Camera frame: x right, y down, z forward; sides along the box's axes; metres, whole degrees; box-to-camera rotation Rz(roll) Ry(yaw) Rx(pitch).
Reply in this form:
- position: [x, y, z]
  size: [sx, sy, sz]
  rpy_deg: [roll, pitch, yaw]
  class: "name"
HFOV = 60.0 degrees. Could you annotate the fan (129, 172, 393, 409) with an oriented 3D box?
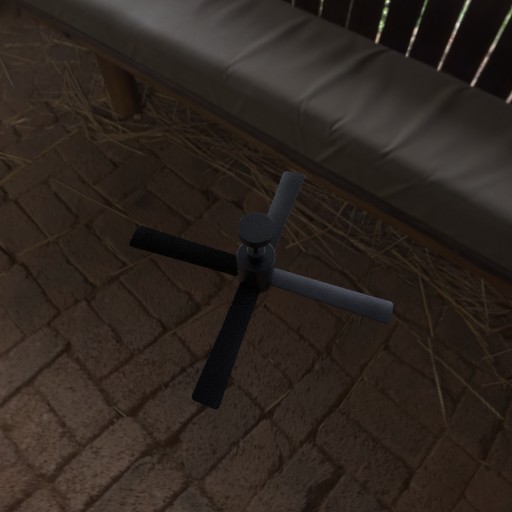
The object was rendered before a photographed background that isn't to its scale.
- position: [0.000, 0.000, 2.327]
  size: [1.525, 0.534, 1.525]
  rpy_deg: [17, 61, 10]
  class: "fan"
